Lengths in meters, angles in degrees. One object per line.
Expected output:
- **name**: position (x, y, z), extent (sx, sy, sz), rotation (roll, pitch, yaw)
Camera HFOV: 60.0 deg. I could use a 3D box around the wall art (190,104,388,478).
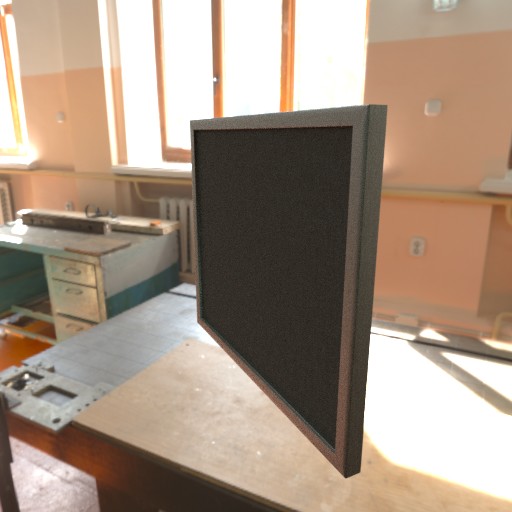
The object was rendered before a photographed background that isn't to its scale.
- **wall art**: position (0.000, 0.000, 0.754), extent (0.028, 0.457, 0.556), rotation (-8, 17, -26)
